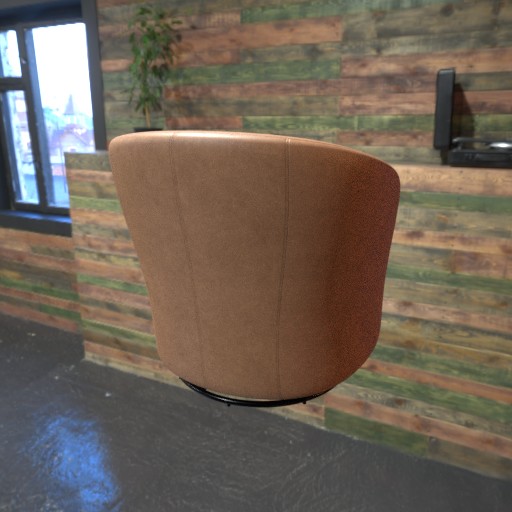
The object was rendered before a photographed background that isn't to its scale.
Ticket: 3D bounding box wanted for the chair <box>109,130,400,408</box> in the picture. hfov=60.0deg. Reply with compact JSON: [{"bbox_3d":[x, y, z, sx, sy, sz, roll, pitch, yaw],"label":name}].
[{"bbox_3d":[0.000,0.000,1.414,0.791,0.771,0.815,8,18,26],"label":"chair"}]
